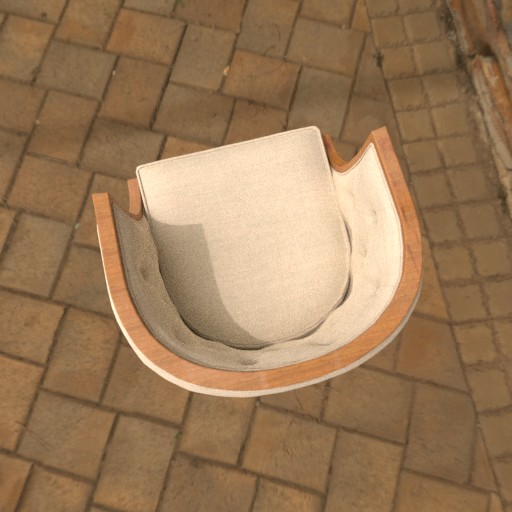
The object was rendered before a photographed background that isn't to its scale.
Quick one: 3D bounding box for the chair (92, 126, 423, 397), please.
[{"bbox_3d":[0.000,0.000,1.338,0.711,0.775,0.757,-14,76,-3],"label":"chair"}]
